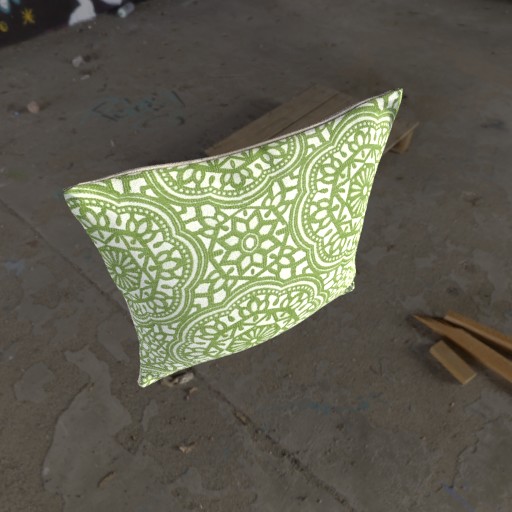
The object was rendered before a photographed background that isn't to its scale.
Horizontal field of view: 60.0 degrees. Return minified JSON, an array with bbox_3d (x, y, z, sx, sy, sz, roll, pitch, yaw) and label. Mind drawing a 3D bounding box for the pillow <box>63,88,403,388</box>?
[{"bbox_3d":[0.000,0.000,0.656,0.440,0.419,0.162,-22,51,-19],"label":"pillow"}]
